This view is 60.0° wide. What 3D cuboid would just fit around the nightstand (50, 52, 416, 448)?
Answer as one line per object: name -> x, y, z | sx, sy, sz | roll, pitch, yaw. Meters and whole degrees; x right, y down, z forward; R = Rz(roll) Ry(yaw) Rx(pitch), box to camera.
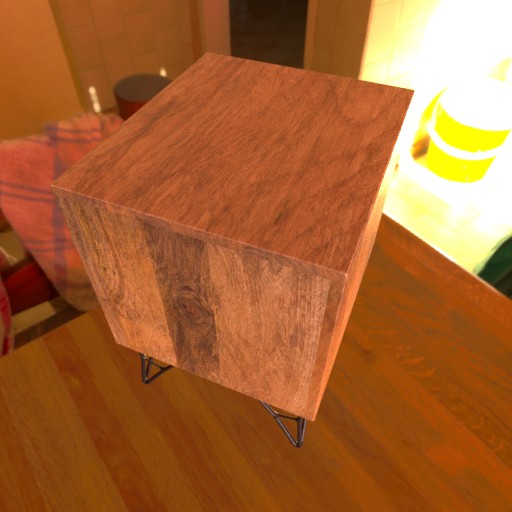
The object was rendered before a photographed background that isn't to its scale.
nightstand -> 0.000, 0.000, 0.877 | 0.406, 0.559, 0.457 | 17, 49, 15
